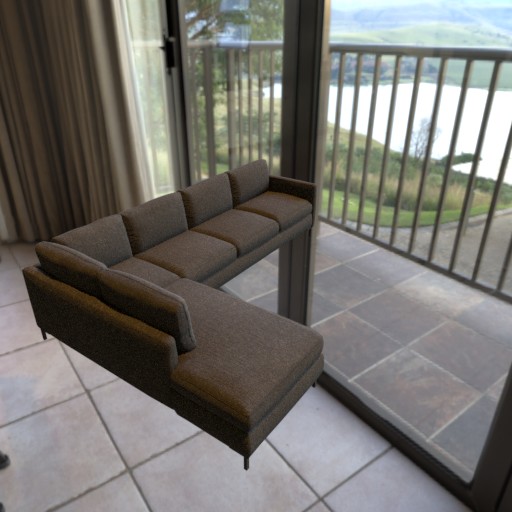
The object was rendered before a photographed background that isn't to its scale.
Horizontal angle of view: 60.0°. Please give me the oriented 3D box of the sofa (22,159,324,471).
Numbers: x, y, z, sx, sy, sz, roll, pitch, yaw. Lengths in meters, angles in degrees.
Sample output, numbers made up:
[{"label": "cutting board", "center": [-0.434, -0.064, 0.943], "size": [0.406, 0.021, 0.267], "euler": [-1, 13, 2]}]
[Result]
[{"label": "sofa", "center": [0.000, 0.000, 3.728], "size": [2.007, 0.815, 2.949], "euler": [18, 32, 31]}]
